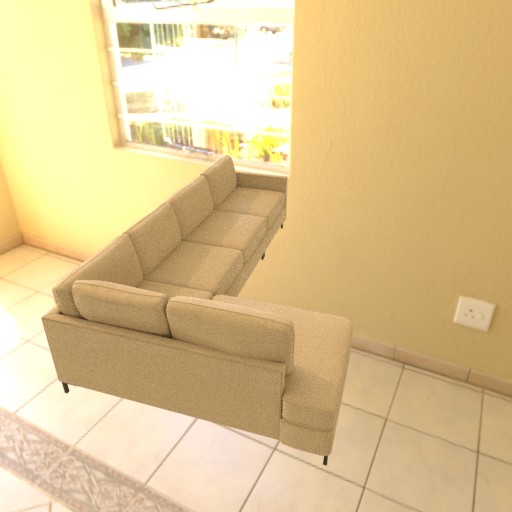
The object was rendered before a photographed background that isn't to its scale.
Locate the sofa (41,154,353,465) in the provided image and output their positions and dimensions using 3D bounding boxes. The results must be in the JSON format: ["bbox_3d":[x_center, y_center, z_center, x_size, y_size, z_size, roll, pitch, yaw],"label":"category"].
[{"bbox_3d":[0.000,0.000,4.239,2.048,0.996,3.384,9,30,15],"label":"sofa"}]
